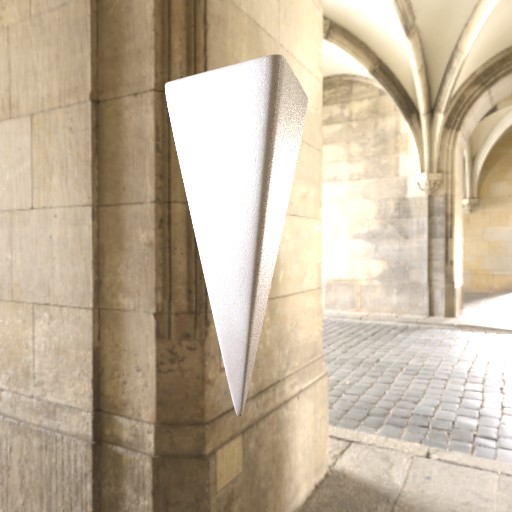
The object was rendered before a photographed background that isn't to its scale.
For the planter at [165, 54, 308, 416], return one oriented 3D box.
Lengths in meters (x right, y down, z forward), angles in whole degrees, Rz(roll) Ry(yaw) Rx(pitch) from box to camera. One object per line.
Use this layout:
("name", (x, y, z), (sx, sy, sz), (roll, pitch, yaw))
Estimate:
("planter", (0.000, 0.000, 0.271), (0.101, 0.224, 0.081), (0, 1, -18))
